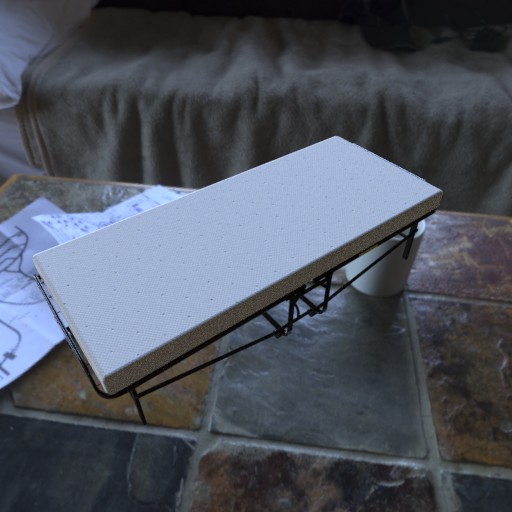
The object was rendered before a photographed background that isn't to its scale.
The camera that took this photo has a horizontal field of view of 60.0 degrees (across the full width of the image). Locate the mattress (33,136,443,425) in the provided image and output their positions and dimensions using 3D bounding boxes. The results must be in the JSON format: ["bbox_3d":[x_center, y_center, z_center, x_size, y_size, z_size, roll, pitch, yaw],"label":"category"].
[{"bbox_3d":[0.000,0.000,2.533,2.153,0.519,0.922,-27,48,-27],"label":"mattress"}]
